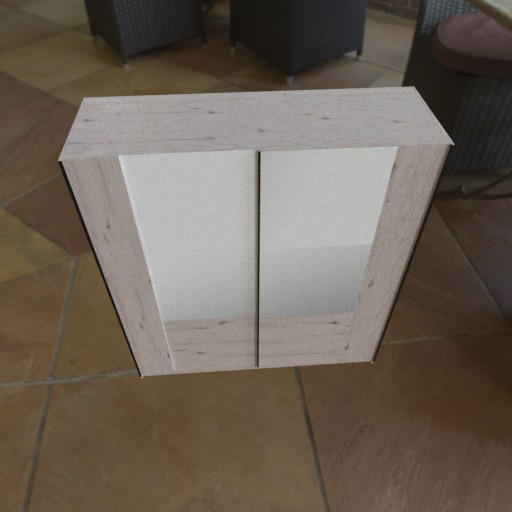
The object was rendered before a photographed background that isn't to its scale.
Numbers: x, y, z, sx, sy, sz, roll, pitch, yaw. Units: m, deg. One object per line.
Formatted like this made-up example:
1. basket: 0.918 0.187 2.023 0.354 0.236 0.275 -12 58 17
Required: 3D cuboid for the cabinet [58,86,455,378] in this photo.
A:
1. cabinet: 0.000 0.000 3.239 2.000 2.180 0.660 -3 46 -3
